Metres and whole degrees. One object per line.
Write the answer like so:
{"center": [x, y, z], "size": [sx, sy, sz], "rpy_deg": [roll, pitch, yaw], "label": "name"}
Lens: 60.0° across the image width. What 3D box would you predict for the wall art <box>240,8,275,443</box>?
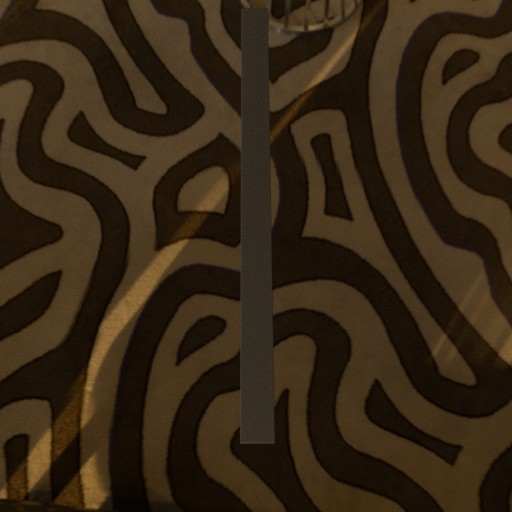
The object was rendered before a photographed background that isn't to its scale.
{"center": [0.000, 0.000, 0.736], "size": [0.033, 0.507, 0.508], "rpy_deg": [0, 75, 0], "label": "wall art"}
